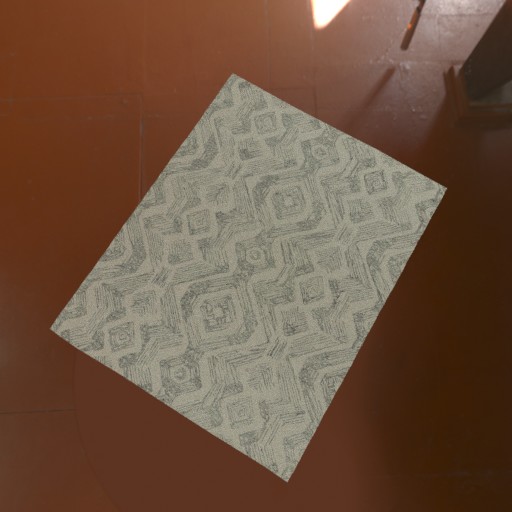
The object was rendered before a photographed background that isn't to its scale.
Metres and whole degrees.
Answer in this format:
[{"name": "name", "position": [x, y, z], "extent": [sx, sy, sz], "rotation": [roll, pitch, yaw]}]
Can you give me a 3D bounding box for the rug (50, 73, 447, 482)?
[{"name": "rug", "position": [0.000, 0.000, 4.078], "extent": [2.430, 0.030, 3.054], "rotation": [31, 78, 7]}]
